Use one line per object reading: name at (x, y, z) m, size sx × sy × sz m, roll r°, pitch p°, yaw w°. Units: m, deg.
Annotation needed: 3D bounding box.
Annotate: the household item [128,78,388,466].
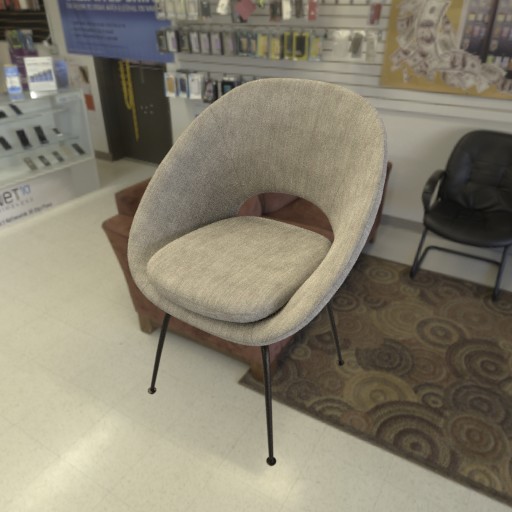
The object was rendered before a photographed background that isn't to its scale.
household item at (0.000, 0.000, 1.256) m, size 0.643 × 0.869 × 0.587 m, roll 19°, pitch 36°, yaw 28°
